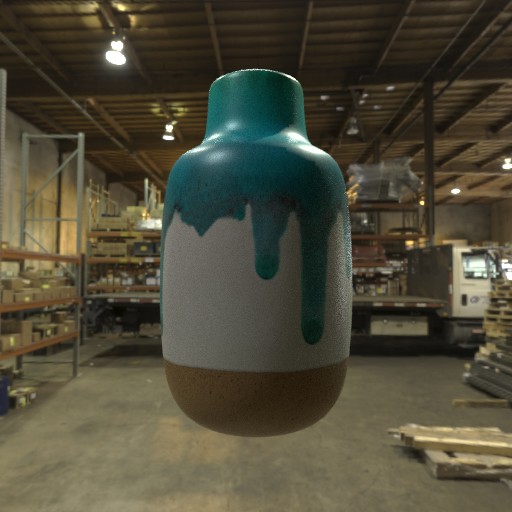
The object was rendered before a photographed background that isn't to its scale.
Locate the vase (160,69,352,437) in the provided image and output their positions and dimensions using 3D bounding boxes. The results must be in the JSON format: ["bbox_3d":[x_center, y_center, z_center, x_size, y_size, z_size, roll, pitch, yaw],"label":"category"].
[{"bbox_3d":[0.000,0.000,0.250,0.106,0.192,0.106,0,-2,0],"label":"vase"}]
